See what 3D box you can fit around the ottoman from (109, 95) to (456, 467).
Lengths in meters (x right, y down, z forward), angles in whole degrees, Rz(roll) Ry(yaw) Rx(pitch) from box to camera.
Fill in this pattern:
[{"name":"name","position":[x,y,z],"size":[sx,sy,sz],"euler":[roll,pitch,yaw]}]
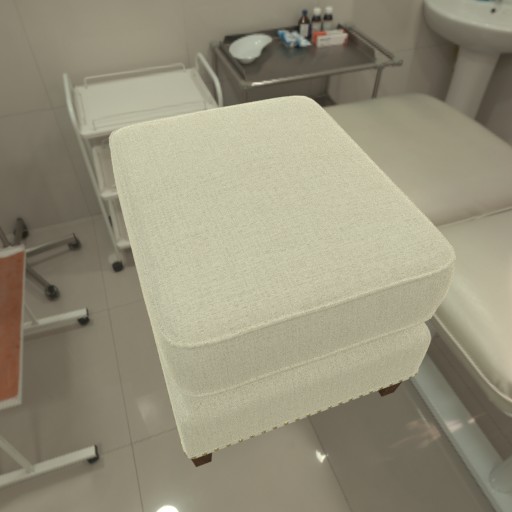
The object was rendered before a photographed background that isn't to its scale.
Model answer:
[{"name":"ottoman","position":[0.000,0.000,1.118],"size":[0.589,0.537,0.738],"euler":[-15,49,-14]}]
